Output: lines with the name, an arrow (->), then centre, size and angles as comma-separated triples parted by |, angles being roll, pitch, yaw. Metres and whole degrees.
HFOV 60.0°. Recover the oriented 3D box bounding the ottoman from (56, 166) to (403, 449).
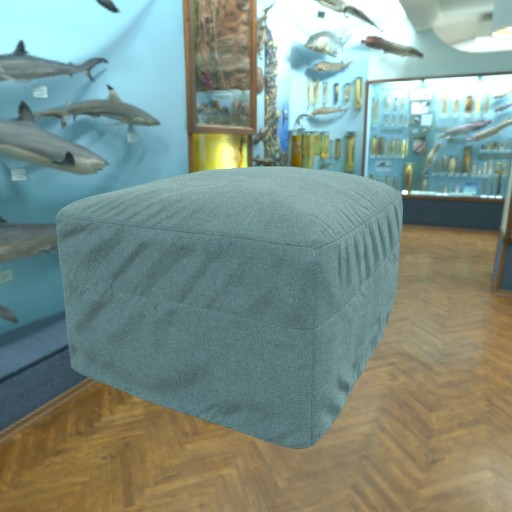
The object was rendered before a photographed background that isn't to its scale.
ottoman -> 0.000, 0.000, 1.237 | 0.683, 0.481, 0.837 | 7, 16, 26
